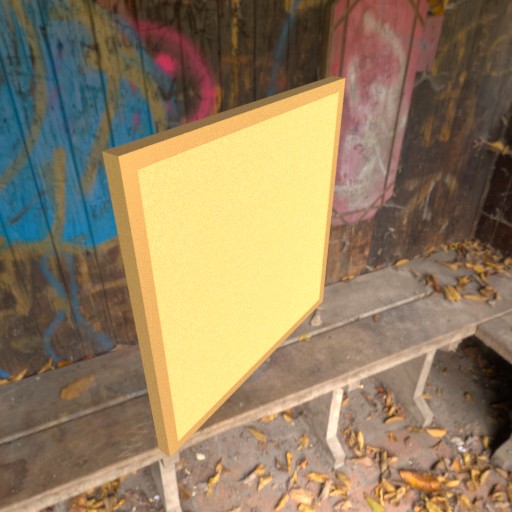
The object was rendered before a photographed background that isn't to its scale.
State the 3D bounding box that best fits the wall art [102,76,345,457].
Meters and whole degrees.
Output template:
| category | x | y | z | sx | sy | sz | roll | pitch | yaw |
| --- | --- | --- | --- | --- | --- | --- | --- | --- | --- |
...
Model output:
| category | x | y | z | sx | sy | sz | roll | pitch | yaw |
| --- | --- | --- | --- | --- | --- | --- | --- | --- | --- |
| wall art | 0.000 | 0.000 | 2.902 | 0.099 | 1.926 | 1.926 | 21 | 38 | 30 |
